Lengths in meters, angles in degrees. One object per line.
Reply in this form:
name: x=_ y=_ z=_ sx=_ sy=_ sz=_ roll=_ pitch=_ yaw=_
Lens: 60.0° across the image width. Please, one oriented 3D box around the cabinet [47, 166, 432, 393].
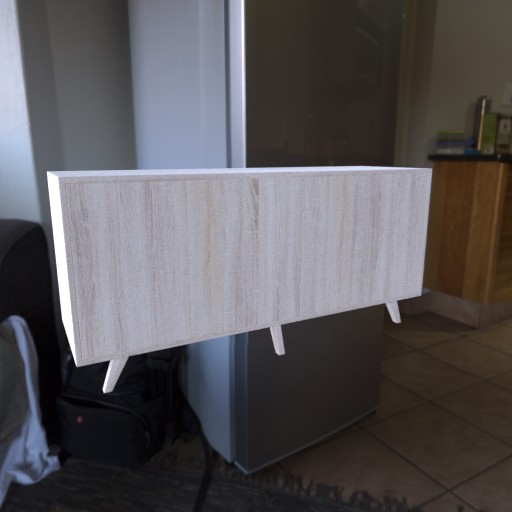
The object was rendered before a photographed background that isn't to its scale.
cabinet: x=0.000 y=0.000 z=2.045 sx=1.650 sy=0.780 sz=0.500 roll=-7 pitch=15 yaw=-27
